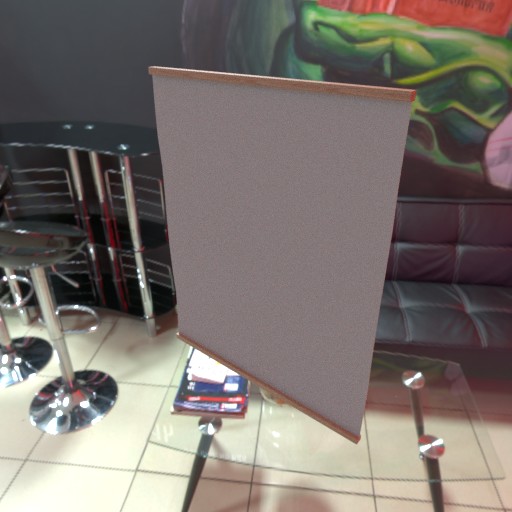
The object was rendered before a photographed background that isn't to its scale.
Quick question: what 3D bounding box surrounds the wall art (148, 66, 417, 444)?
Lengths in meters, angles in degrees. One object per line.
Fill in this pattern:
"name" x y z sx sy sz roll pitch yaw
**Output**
"wall art" 0.000 0.000 0.672 0.406 0.508 0.013 21 35 34
